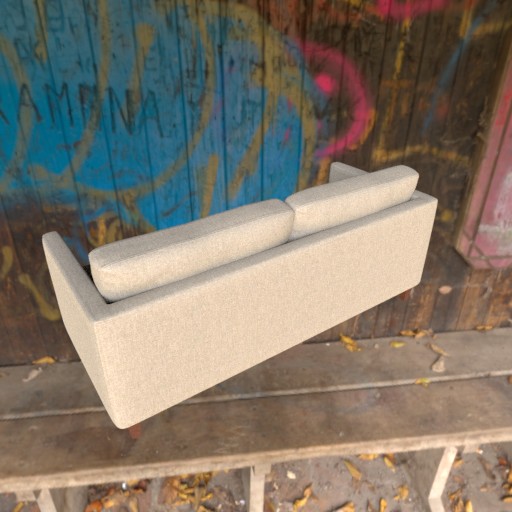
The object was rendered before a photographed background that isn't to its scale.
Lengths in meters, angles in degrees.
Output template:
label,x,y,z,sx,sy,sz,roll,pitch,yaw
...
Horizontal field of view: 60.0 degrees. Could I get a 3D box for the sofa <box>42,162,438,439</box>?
label,x,y,z,sx,sy,sz,roll,pitch,yaw
sofa,0.000,0.000,2.725,2.208,0.963,0.956,-19,35,-30
